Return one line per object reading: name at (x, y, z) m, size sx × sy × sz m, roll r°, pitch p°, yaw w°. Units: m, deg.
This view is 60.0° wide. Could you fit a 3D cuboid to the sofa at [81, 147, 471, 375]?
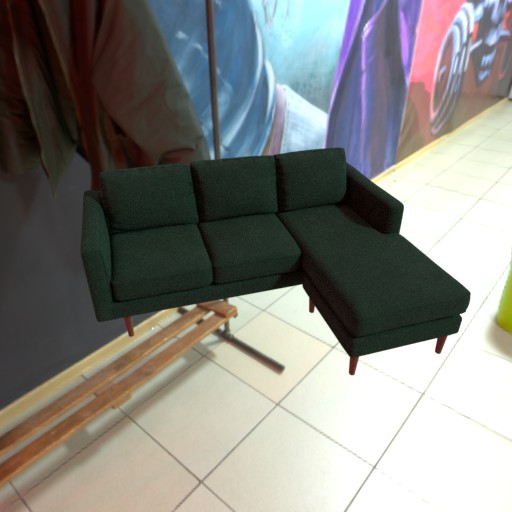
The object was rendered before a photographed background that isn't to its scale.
sofa at (0.000, 0.000, 2.818) m, size 2.030 × 0.899 × 1.580 m, roll -9°, pitch 33°, yaw -14°
